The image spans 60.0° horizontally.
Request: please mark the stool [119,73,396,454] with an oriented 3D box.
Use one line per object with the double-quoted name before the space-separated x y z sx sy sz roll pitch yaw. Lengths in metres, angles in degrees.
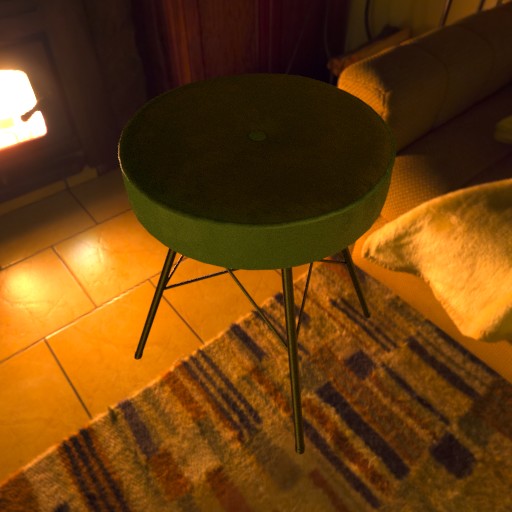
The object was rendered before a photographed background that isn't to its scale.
"stool" 0.000 0.000 0.897 0.457 0.595 0.430 23 51 20
